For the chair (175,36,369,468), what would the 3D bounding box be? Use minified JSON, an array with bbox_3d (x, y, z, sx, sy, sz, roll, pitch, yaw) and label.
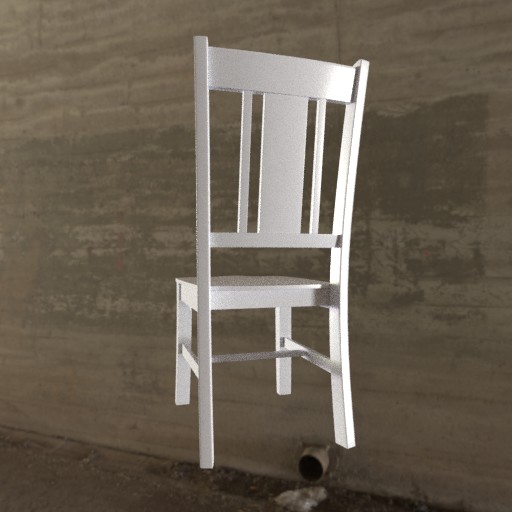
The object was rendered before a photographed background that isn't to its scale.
[{"bbox_3d":[0.000,0.000,1.310,0.450,0.998,0.555,0,0,-17],"label":"chair"}]
